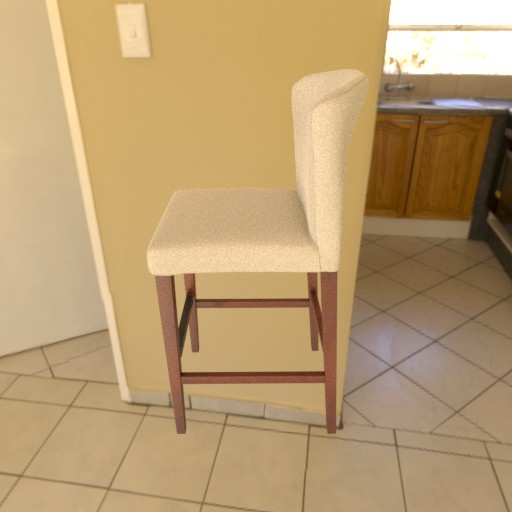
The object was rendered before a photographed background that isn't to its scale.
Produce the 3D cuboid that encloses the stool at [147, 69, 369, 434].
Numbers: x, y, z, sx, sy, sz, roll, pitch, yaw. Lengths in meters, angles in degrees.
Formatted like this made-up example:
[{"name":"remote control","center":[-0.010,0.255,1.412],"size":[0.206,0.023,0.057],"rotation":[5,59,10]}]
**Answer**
[{"name":"stool","center":[0.000,0.000,1.383],"size":[0.568,1.069,0.479],"rotation":[0,27,-1]}]
